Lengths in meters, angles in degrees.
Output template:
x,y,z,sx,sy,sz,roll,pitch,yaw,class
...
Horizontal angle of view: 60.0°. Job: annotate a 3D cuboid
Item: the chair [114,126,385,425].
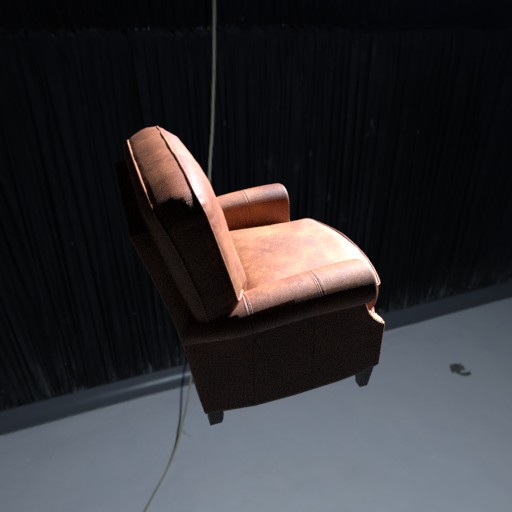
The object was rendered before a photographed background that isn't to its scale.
x,y,z,sx,sy,sz,roll,pitch,yaw,class
0.000,0.000,1.827,0.986,1.018,0.936,-10,32,-16,chair
